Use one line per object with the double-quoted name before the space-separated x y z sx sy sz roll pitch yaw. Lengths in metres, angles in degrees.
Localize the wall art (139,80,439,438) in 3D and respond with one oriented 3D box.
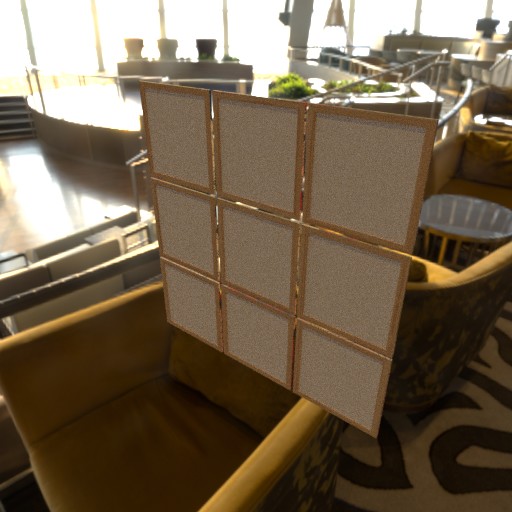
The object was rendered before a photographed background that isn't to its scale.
"wall art" 0.000 0.000 2.232 1.519 1.534 0.013 21 35 33
